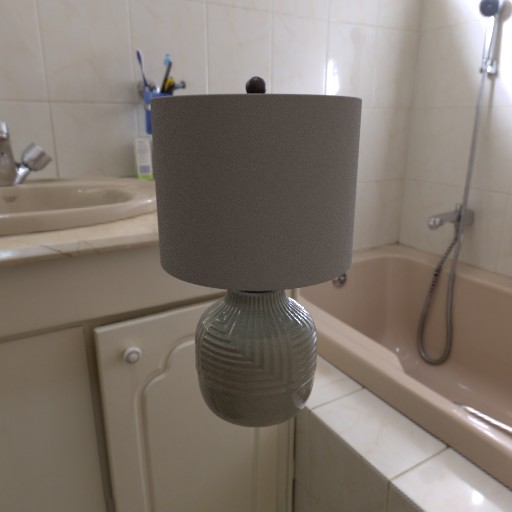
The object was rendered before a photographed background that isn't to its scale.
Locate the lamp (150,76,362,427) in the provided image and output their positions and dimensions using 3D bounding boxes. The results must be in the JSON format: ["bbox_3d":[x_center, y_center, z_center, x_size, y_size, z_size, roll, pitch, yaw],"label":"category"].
[{"bbox_3d":[0.000,0.000,0.751,0.318,0.567,0.318,0,17,0],"label":"lamp"}]
